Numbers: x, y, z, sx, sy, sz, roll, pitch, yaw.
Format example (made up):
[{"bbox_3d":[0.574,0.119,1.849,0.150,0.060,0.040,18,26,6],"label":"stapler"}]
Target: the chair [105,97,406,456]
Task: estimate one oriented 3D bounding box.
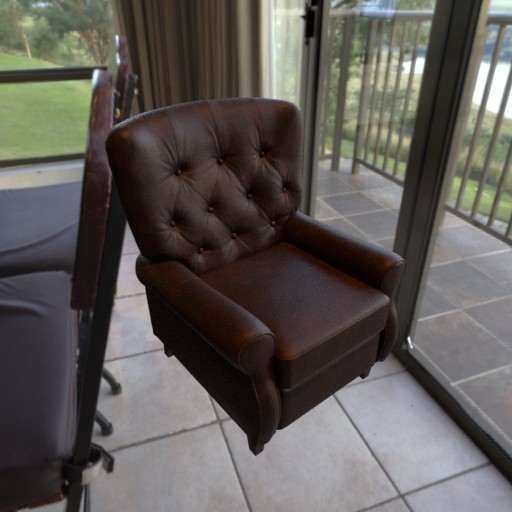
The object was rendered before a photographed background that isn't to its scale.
[{"bbox_3d":[0.000,0.000,1.909,0.948,1.158,1.058,-22,37,-32],"label":"chair"}]
